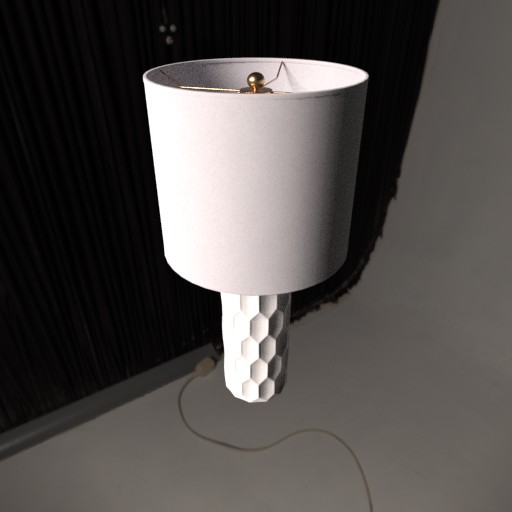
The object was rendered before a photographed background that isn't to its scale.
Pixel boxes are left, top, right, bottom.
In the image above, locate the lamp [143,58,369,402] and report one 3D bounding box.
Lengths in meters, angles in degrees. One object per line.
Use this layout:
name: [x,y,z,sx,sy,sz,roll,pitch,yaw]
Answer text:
lamp: [0.000,0.000,0.693,0.277,0.537,0.277,-19,36,-29]
